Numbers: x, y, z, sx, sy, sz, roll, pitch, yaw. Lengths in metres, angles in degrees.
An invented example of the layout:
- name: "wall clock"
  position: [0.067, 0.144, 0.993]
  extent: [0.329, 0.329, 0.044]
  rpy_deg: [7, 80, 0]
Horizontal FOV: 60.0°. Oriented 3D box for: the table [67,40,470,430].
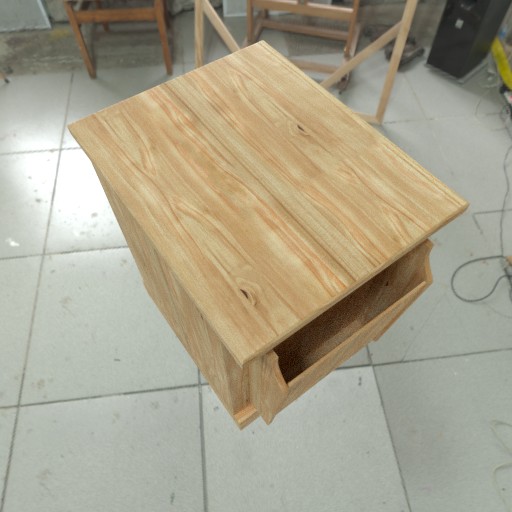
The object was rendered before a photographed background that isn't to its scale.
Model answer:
- name: "table"
  position: [0.000, 0.000, 0.859]
  extent: [0.380, 0.515, 0.530]
  rpy_deg: [-32, 63, -18]
